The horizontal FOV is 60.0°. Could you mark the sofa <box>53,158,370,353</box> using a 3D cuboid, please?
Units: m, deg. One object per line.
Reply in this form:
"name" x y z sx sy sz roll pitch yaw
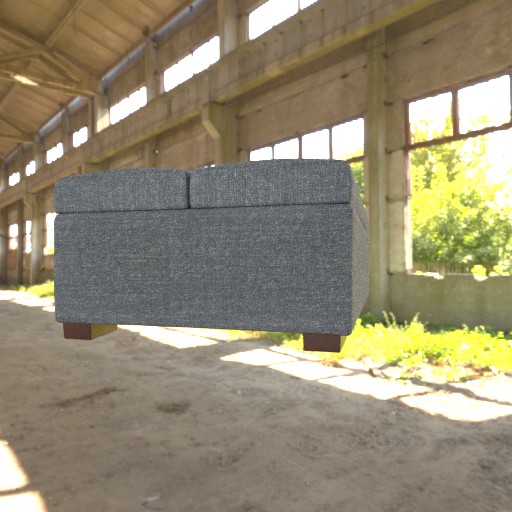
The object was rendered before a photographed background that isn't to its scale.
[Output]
"sofa" 0.000 0.000 1.578 0.782 0.417 1.198 0 -1 16
